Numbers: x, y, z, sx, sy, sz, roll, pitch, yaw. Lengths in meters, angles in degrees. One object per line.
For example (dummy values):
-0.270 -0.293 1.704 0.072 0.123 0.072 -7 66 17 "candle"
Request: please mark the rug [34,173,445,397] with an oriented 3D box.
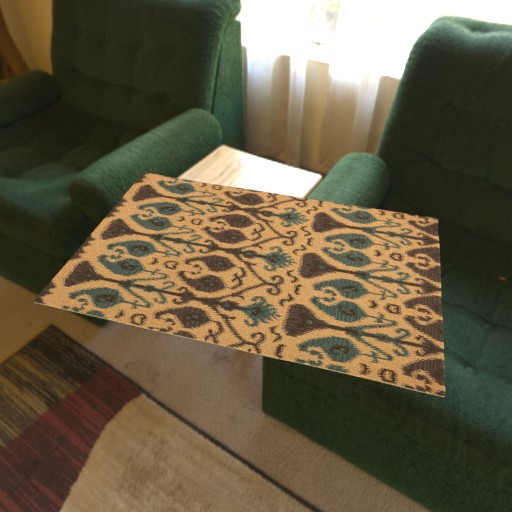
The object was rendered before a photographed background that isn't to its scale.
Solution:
0.000 0.000 2.121 1.698 0.013 1.072 10 44 11 "rug"
